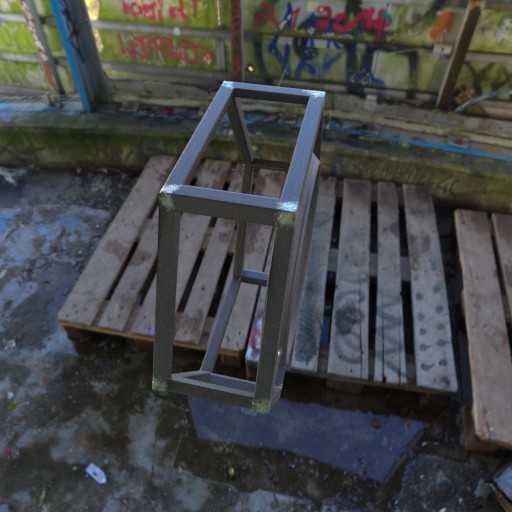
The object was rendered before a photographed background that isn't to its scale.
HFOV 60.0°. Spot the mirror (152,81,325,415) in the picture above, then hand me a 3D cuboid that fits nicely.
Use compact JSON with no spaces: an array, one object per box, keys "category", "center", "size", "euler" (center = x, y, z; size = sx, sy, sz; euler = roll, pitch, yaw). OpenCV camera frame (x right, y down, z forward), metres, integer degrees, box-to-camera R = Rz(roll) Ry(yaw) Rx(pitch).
[{"category":"mirror","center":[0.000,0.000,0.540],"size":[0.119,0.334,0.380],"euler":[9,48,8]}]
